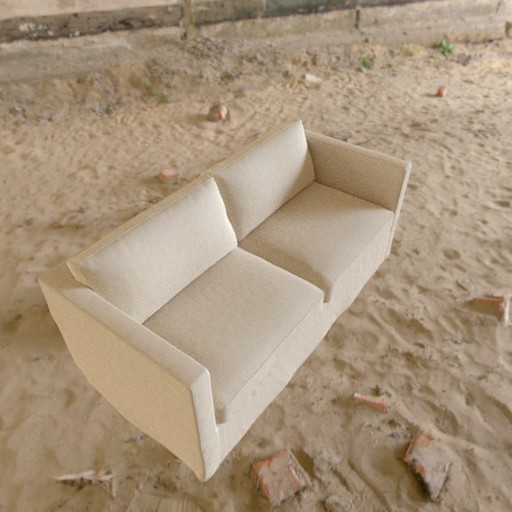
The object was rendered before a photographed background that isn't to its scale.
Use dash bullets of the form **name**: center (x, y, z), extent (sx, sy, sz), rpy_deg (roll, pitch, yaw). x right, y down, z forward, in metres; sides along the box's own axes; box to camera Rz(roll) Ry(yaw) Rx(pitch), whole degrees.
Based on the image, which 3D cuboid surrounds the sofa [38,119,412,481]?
- **sofa**: center (0.000, 0.000, 2.496), extent (0.940, 0.870, 1.987), rpy_deg (26, 47, 27)
